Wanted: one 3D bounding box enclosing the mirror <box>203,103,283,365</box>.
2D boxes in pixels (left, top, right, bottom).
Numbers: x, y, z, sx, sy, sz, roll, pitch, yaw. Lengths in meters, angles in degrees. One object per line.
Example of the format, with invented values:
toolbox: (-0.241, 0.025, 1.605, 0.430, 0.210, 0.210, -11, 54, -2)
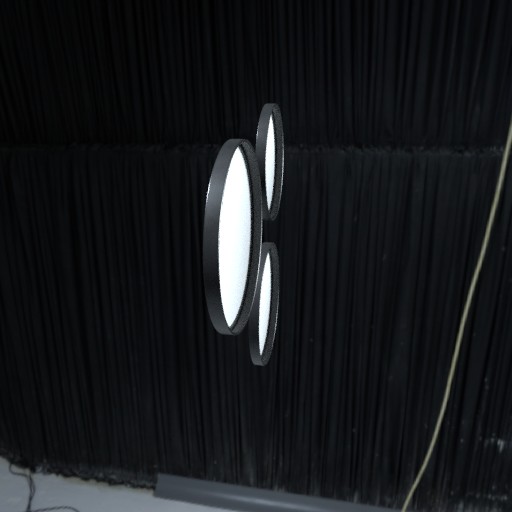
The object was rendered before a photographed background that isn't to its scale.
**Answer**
mirror: (0.000, 0.000, 3.158, 0.076, 2.096, 2.160, 3, 17, 11)
